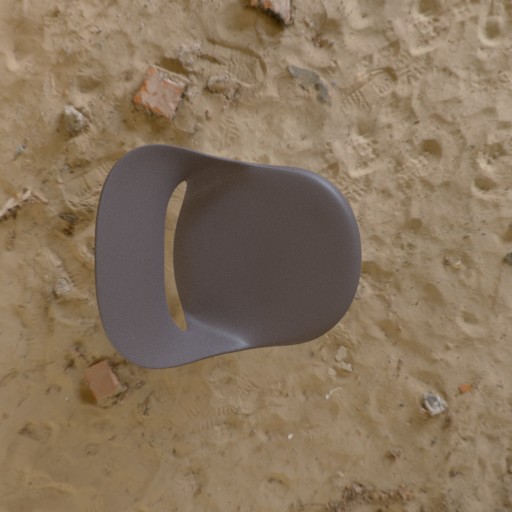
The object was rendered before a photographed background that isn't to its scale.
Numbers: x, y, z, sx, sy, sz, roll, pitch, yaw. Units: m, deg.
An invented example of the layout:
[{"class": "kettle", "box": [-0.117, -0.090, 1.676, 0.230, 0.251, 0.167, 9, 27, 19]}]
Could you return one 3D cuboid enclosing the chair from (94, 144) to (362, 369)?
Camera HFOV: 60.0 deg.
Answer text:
[{"class": "chair", "box": [0.000, 0.000, 1.150, 0.556, 0.794, 0.470, 0, 90, 0]}]
